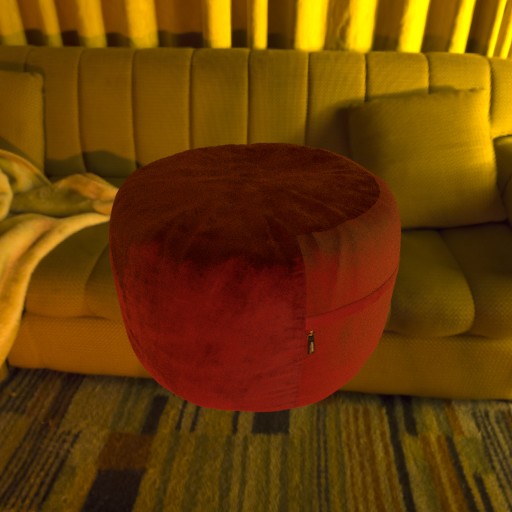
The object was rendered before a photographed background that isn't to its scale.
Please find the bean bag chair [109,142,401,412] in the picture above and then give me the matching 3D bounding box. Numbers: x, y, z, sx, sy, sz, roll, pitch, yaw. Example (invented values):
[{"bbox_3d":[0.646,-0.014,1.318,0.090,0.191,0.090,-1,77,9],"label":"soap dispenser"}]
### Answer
[{"bbox_3d":[0.000,0.000,1.971,1.219,0.762,1.219,0,31,0],"label":"bean bag chair"}]
